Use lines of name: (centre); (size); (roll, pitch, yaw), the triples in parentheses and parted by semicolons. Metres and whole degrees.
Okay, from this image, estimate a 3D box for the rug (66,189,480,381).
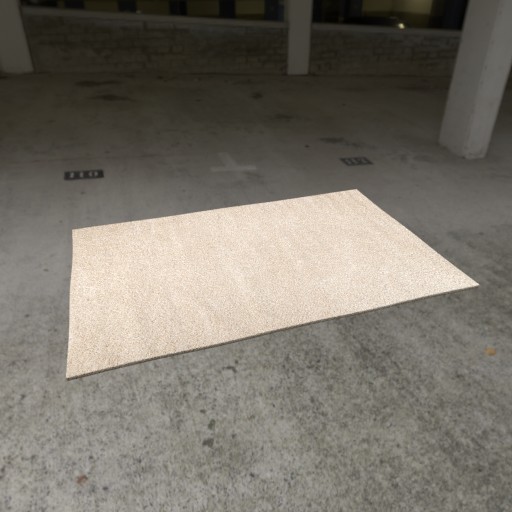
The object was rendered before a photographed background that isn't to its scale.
rug: (0.000, 0.000, 2.967); (2.346, 0.025, 1.500); (-10, 34, -15)
